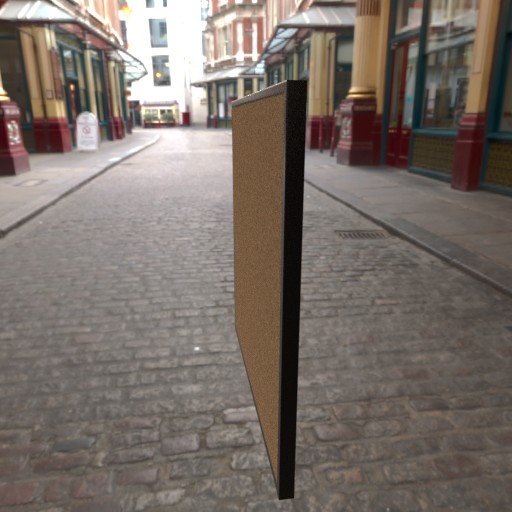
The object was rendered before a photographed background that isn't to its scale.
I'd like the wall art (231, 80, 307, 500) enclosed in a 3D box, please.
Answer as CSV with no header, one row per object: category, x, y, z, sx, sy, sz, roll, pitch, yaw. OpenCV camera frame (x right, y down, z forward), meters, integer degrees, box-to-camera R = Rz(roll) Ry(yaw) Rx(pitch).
wall art,0.000,0.000,0.510,0.014,0.349,0.349,-3,17,-9
